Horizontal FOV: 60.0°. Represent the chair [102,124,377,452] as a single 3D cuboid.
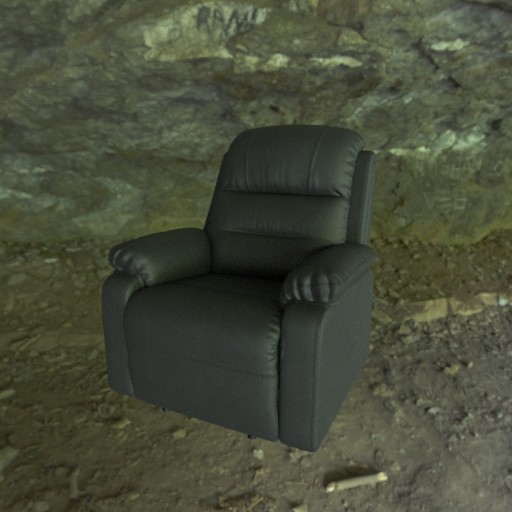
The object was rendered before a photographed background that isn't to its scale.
[{"bbox_3d":[0.000,0.000,1.693,0.855,0.992,0.919,7,16,25],"label":"chair"}]
